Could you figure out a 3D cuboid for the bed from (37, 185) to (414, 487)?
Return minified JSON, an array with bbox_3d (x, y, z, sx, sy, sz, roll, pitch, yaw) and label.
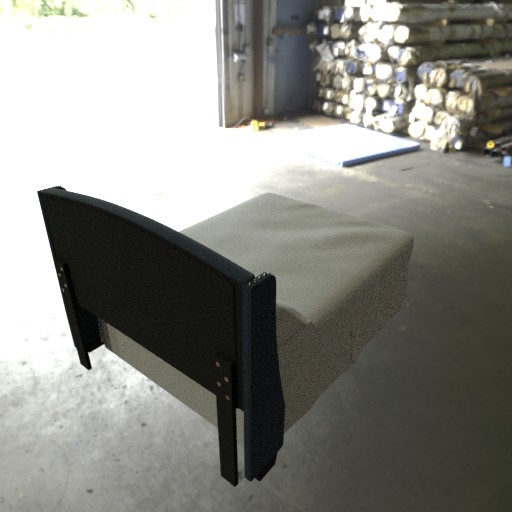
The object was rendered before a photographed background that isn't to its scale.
[{"bbox_3d":[0.000,0.000,3.273,1.710,1.407,2.237,22,36,34],"label":"bed"}]
